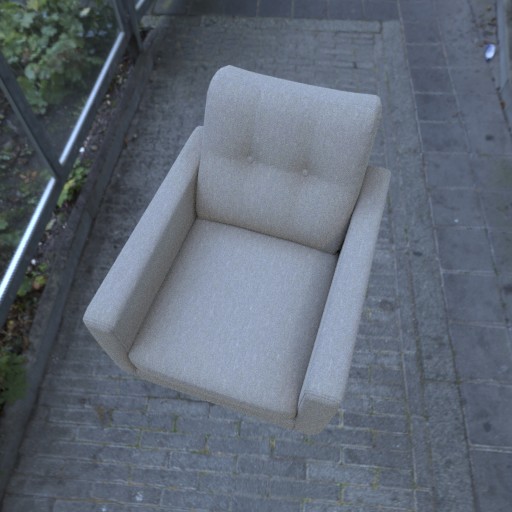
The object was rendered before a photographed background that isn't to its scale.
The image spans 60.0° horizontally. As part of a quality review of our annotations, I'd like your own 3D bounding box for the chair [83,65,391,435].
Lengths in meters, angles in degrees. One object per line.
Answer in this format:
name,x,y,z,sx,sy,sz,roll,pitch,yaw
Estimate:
chair,0.000,0.000,1.813,0.897,0.965,1.128,16,59,10
